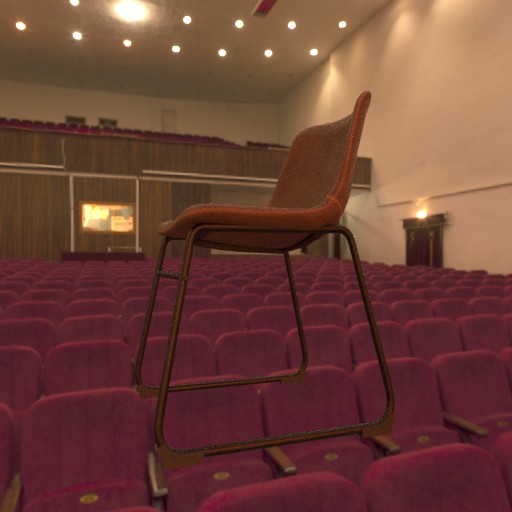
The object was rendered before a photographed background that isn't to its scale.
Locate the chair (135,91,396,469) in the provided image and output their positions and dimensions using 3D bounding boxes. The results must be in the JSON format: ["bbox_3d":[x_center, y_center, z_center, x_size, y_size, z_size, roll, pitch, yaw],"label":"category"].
[{"bbox_3d":[0.000,0.000,1.110,0.551,0.780,0.460,0,-1,-20],"label":"chair"}]
